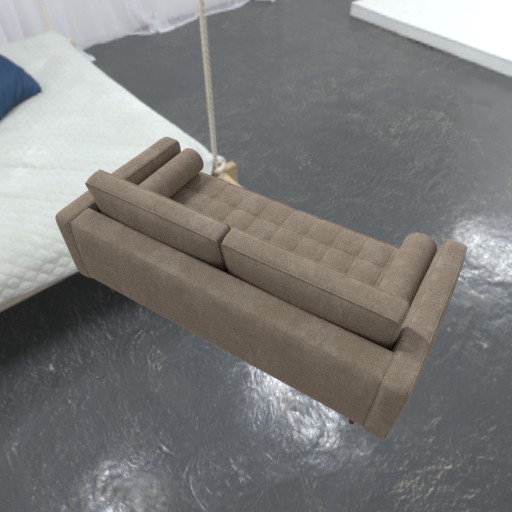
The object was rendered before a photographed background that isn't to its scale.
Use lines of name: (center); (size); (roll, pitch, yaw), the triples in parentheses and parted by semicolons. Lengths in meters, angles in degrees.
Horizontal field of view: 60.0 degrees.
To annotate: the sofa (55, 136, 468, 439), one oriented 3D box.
sofa: (0.000, 0.000, 2.305); (1.883, 0.769, 0.920); (24, 51, 21)
